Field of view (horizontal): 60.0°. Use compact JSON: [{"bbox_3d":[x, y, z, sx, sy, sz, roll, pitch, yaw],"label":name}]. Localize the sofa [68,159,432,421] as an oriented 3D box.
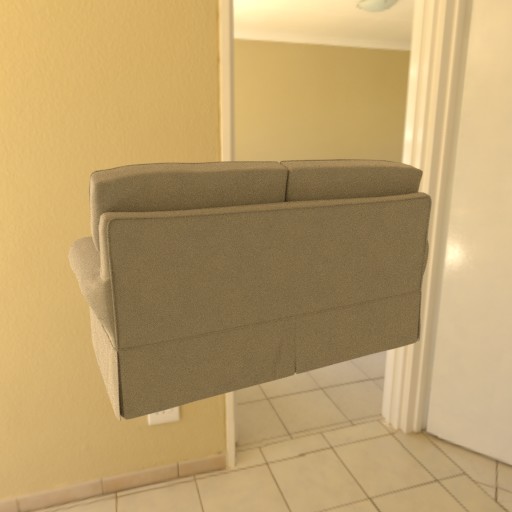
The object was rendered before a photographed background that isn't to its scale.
[{"bbox_3d":[0.000,0.000,2.391,1.823,1.024,0.841,-7,16,-26],"label":"sofa"}]
